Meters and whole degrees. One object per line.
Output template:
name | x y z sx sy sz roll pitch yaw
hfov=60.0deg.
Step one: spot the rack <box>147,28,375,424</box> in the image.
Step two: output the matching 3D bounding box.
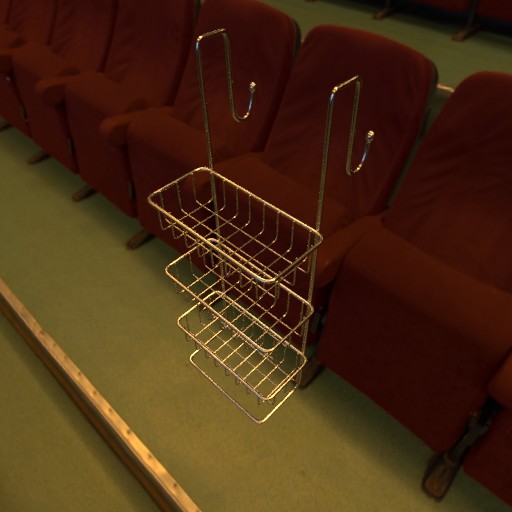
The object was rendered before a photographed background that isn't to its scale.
rack | 0.000 0.000 0.663 0.228 0.574 0.202 34 54 29
